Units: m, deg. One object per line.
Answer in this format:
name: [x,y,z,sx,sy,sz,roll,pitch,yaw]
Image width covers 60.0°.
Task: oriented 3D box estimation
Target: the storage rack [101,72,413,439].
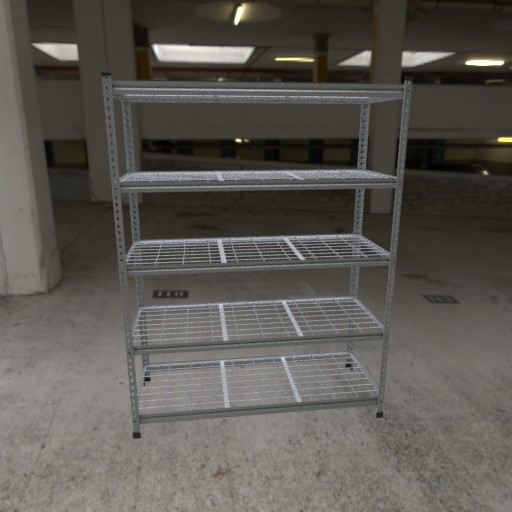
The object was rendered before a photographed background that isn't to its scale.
storage rack: [0.000,0.000,2.689,1.524,1.981,0.610,-2,16,-7]
